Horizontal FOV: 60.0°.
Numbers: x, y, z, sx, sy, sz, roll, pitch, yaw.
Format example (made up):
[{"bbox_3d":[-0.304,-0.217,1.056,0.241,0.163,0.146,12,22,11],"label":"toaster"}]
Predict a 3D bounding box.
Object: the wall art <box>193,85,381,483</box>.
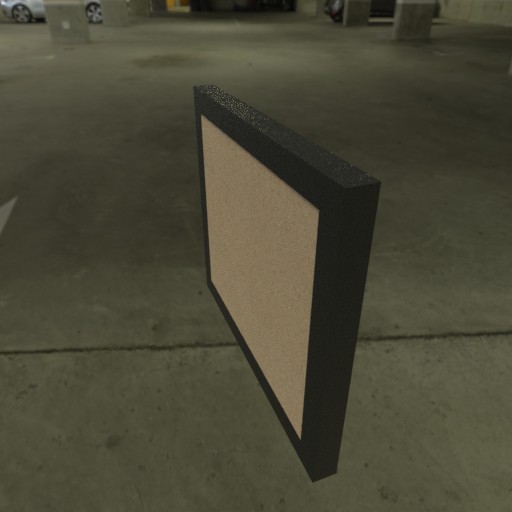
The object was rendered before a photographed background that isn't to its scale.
[{"bbox_3d":[0.000,0.000,0.525,0.028,0.321,0.381,-12,33,-19],"label":"wall art"}]
